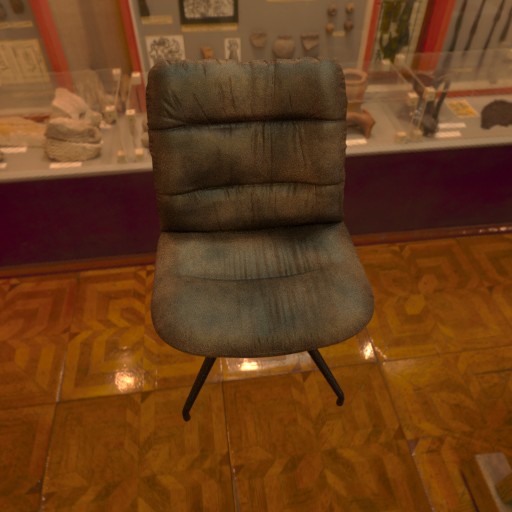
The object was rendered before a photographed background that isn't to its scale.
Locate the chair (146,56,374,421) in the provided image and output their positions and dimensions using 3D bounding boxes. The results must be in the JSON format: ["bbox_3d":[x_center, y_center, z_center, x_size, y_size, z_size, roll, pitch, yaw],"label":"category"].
[{"bbox_3d":[0.000,0.000,1.234,0.549,0.870,0.622,-4,47,-4],"label":"chair"}]
